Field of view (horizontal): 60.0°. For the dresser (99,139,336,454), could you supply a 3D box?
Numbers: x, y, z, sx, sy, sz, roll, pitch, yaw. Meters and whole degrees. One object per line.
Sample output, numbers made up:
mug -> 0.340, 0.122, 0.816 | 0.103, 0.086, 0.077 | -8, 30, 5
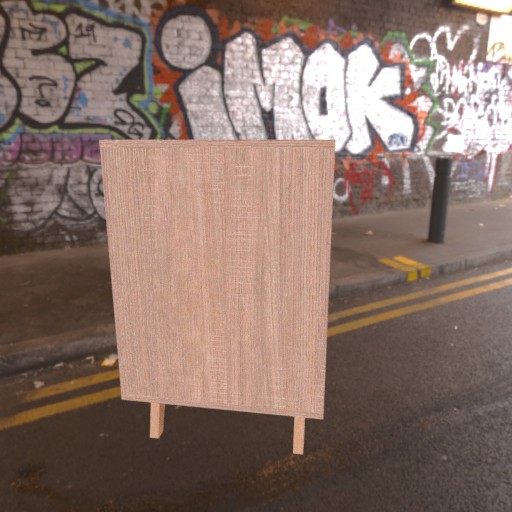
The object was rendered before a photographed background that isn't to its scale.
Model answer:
dresser -> 0.000, 0.000, 1.540 | 0.500, 0.780, 1.110 | 2, 15, 9
